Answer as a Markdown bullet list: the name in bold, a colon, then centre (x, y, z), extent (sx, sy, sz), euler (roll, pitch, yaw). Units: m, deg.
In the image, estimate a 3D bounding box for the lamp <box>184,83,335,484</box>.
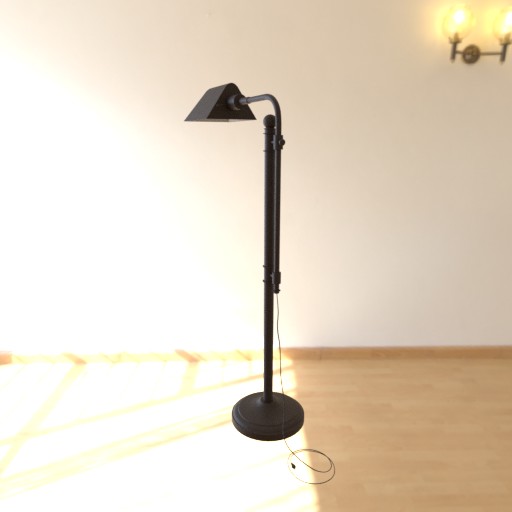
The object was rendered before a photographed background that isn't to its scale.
- **lamp**: centre (0.000, 0.000, 0.934), extent (0.159, 0.708, 0.545), euler (-7, 16, -26)
